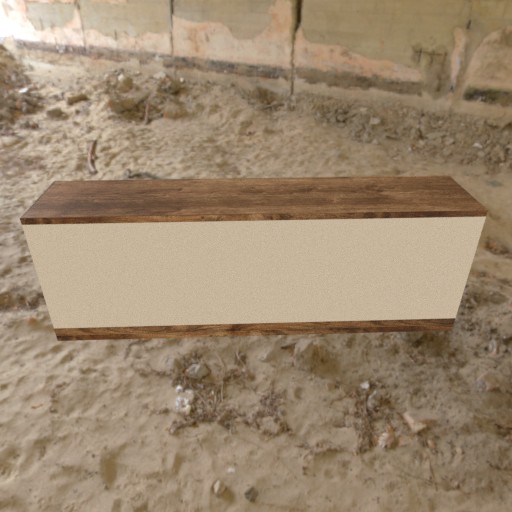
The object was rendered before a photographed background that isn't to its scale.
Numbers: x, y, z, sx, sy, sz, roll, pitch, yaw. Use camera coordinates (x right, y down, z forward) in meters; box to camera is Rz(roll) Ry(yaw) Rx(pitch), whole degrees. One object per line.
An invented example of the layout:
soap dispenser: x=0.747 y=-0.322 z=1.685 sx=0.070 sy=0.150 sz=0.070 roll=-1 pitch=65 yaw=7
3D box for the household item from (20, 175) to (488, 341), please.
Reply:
household item: x=0.000 y=0.000 z=2.028 sx=1.800 sy=0.615 sz=0.390 roll=-1 pitch=31 yaw=-2
